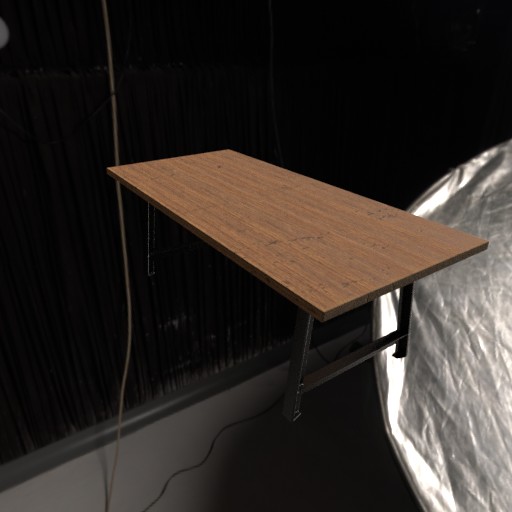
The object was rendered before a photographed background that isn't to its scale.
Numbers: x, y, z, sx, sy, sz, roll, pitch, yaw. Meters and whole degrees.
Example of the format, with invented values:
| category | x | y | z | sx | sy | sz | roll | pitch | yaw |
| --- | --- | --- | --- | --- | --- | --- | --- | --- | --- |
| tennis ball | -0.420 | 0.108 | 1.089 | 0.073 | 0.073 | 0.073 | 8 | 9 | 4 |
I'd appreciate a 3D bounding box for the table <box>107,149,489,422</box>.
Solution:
| category | x | y | z | sx | sy | sz | roll | pitch | yaw |
| --- | --- | --- | --- | --- | --- | --- | --- | --- | --- |
| table | 0.000 | 0.000 | 2.689 | 1.000 | 0.757 | 2.200 | -17 | 31 | -31 |
